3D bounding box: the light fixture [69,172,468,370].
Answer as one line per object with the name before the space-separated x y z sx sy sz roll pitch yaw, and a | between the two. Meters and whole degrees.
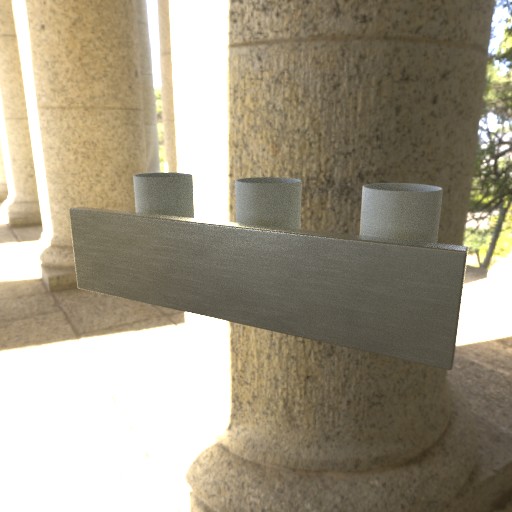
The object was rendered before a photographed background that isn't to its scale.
light fixture | 0.000 0.000 0.524 0.451 0.172 0.145 8 17 27
